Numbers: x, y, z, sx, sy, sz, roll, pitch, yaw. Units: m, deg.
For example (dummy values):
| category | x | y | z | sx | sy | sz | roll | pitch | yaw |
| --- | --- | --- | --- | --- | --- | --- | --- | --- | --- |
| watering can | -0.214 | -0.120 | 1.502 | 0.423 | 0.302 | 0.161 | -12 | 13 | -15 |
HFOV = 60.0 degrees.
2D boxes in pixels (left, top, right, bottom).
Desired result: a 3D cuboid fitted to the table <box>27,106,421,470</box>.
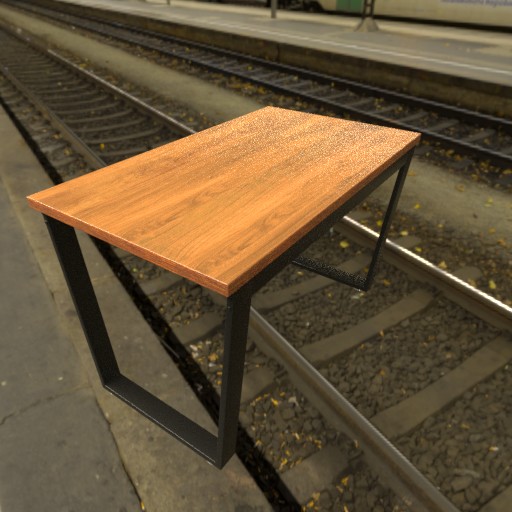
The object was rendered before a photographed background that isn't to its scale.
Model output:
| category | x | y | z | sx | sy | sz | roll | pitch | yaw |
| --- | --- | --- | --- | --- | --- | --- | --- | --- | --- |
| table | 0.000 | 0.000 | 1.679 | 0.714 | 0.760 | 1.205 | 21 | 38 | 29 |
